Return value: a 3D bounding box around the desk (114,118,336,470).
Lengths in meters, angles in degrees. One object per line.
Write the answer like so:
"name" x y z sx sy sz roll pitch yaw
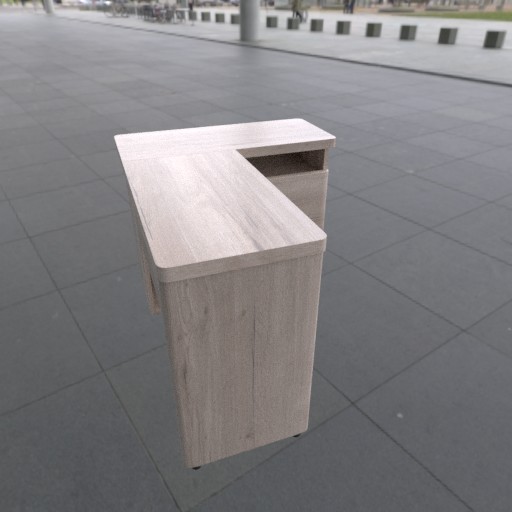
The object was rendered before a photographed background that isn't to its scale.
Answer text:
"desk" 0.000 0.000 1.791 0.900 0.760 1.169 -11 32 -17
